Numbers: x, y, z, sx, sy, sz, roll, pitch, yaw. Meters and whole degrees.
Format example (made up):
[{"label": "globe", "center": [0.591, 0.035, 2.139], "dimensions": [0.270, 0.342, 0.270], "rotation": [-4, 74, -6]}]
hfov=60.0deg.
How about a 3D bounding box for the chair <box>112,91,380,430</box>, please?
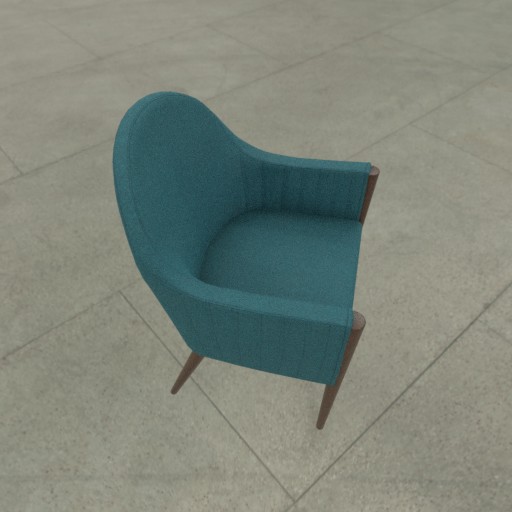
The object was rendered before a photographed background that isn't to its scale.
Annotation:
[{"label": "chair", "center": [0.000, 0.000, 1.365], "dimensions": [0.652, 0.907, 0.656], "rotation": [10, 48, 9]}]
